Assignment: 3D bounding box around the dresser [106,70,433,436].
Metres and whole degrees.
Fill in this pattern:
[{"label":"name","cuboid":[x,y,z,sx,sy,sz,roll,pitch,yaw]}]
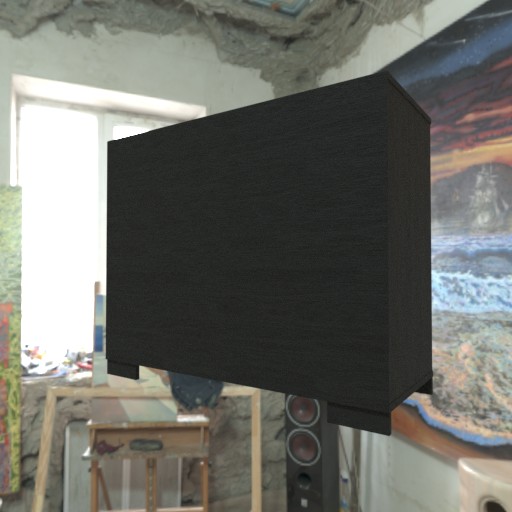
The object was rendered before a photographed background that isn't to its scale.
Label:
[{"label":"dresser","cuboid":[0.000,0.000,1.432,0.994,0.816,0.404,-1,-2,35]}]
